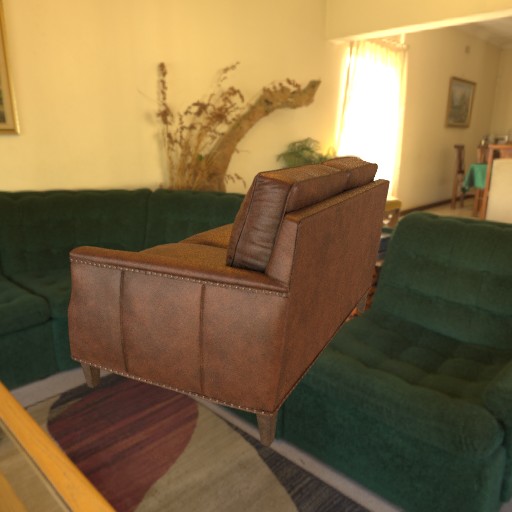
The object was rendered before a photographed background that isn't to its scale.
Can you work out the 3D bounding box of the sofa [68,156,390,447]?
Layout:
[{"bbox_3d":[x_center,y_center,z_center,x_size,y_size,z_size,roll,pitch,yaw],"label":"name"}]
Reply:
[{"bbox_3d":[0.000,0.000,2.332,1.083,1.003,1.628,7,17,26],"label":"sofa"}]
